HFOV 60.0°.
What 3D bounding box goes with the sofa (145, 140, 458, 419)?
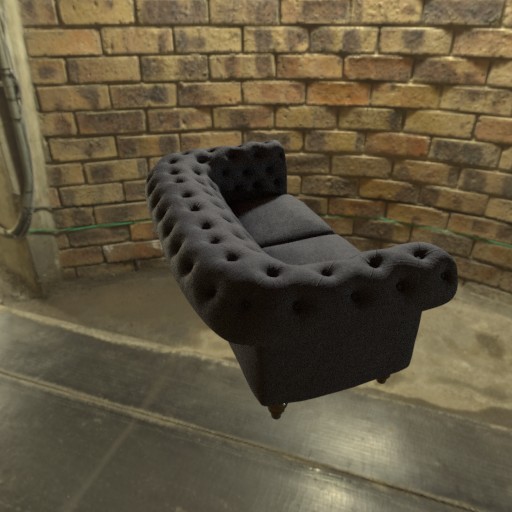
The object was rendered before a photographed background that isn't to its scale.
[{"bbox_3d":[0.000,0.000,2.542,1.082,0.833,1.988,-10,31,-17],"label":"sofa"}]
